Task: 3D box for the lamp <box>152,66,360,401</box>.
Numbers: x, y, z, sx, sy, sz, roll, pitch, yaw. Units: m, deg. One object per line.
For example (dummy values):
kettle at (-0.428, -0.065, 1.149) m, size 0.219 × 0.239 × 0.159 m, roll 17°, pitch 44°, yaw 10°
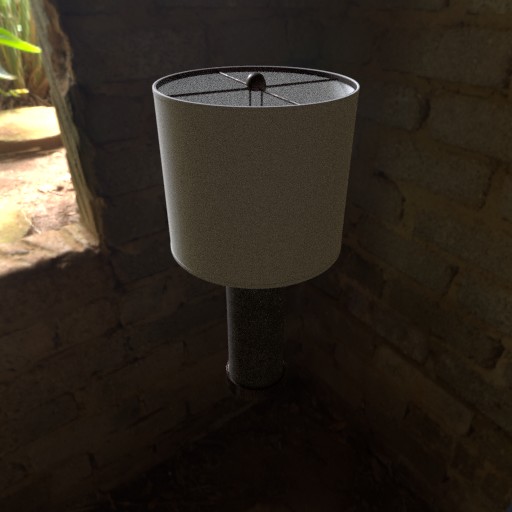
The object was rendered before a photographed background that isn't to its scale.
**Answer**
lamp at (0.000, 0.000, 0.813) m, size 0.301 × 0.630 × 0.301 m, roll 10°, pitch 33°, yaw 16°
